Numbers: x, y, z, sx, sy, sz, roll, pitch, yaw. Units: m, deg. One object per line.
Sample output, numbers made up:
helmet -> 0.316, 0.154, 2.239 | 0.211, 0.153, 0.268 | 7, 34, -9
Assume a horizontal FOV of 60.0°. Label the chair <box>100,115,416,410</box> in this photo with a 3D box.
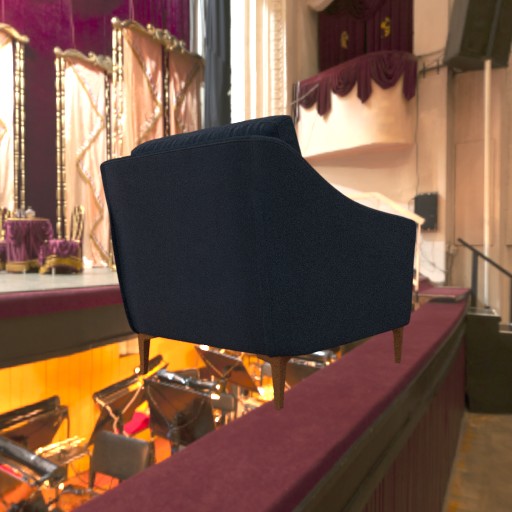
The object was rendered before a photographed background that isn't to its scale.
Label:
chair -> 0.000, 0.000, 1.755 | 0.987, 0.899, 0.961 | 1, 2, 36
